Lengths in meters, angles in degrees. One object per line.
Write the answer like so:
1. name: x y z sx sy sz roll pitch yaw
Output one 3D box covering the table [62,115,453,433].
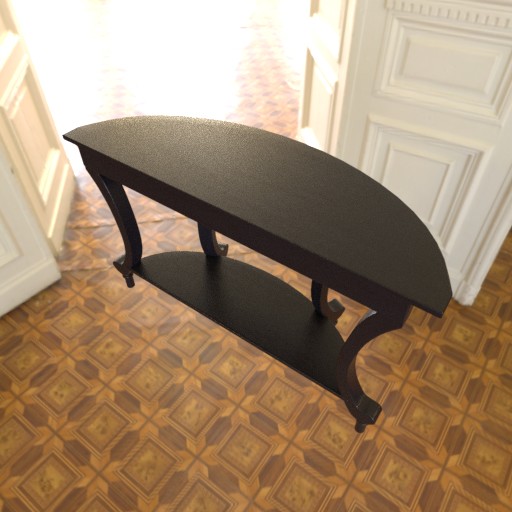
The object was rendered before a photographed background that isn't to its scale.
1. table: 0.000 0.000 1.487 1.198 0.692 0.394 27 51 24
